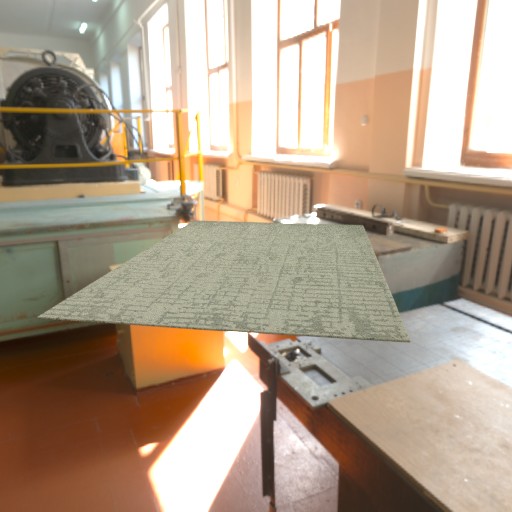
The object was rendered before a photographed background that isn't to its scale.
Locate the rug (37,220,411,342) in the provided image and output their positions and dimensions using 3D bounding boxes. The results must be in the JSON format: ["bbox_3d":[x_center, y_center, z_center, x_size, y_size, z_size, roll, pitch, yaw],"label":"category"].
[{"bbox_3d":[0.000,0.000,2.271,1.211,0.007,1.827,2,15,8],"label":"rug"}]
